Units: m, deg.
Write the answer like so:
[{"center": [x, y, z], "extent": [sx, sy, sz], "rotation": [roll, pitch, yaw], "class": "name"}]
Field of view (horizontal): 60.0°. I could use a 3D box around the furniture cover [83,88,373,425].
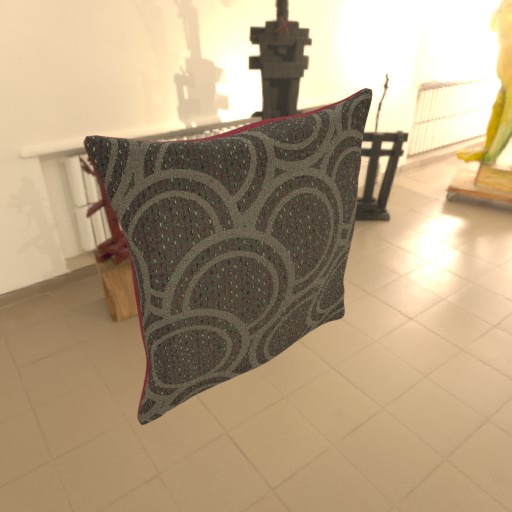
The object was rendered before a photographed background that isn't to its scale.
[{"center": [0.000, 0.000, 0.786], "extent": [0.514, 0.513, 0.163], "rotation": [-21, 37, -31], "class": "furniture cover"}]
